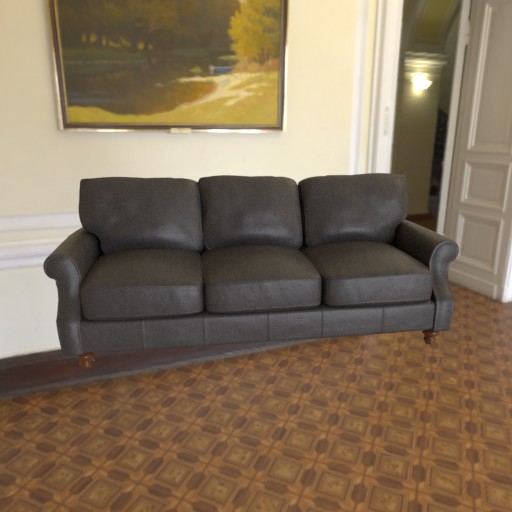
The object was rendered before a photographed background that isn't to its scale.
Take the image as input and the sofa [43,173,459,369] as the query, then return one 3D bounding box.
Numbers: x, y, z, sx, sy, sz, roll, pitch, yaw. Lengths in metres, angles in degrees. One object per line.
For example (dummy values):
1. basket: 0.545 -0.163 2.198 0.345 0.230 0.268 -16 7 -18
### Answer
1. sofa: 0.000 0.000 2.843 2.387 0.977 0.974 -2 16 -8
